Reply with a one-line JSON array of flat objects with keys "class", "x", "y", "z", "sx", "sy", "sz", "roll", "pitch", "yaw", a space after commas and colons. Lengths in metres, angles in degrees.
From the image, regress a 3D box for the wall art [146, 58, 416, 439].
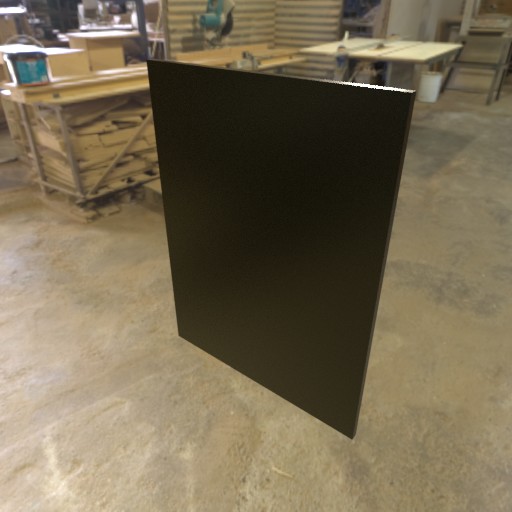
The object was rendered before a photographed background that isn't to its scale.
[{"class": "wall art", "x": 0.000, "y": 0.000, "z": 0.752, "sx": 0.442, "sy": 0.582, "sz": 0.013, "roll": 22, "pitch": 37, "yaw": 32}]
